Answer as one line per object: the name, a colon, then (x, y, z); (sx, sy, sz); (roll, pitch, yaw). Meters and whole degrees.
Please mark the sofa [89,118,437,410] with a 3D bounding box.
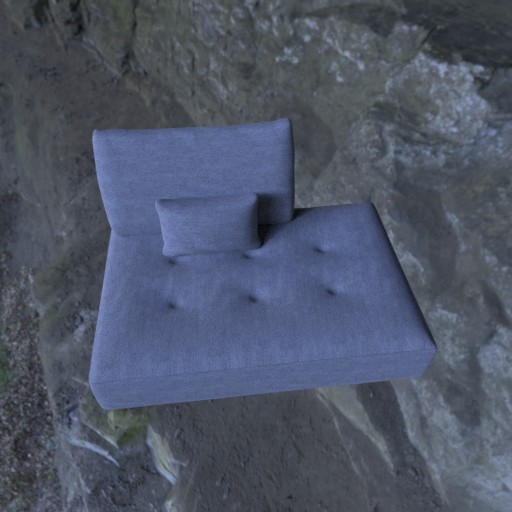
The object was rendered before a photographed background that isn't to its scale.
sofa: (0.000, 0.000, 2.015); (1.450, 0.820, 1.002); (-5, 48, -4)
